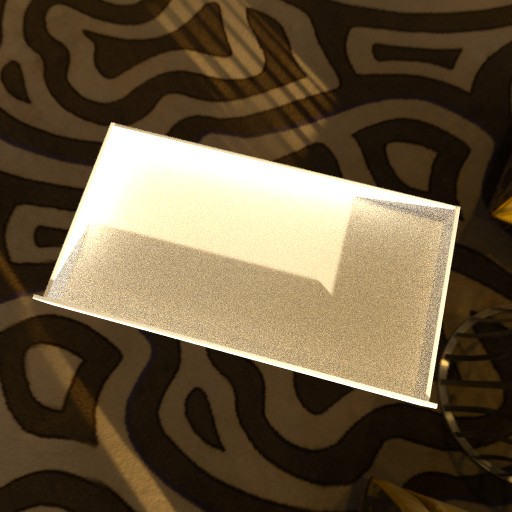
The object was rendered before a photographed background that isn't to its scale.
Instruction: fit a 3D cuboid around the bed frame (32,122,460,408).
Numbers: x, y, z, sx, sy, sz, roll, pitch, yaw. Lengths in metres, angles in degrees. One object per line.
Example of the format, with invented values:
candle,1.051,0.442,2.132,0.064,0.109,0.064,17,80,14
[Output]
bed frame,0.000,0.000,1.519,1.300,0.141,0.670,14,76,4
